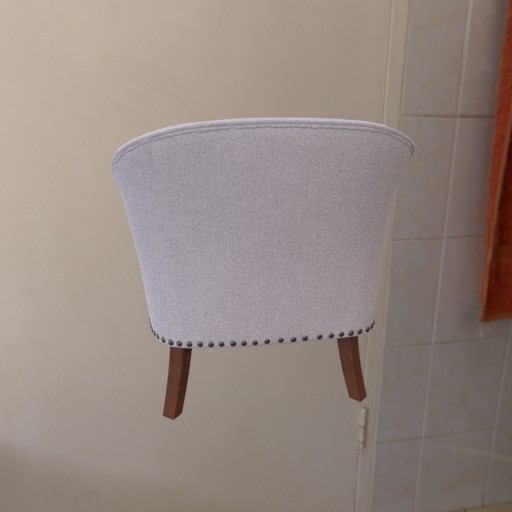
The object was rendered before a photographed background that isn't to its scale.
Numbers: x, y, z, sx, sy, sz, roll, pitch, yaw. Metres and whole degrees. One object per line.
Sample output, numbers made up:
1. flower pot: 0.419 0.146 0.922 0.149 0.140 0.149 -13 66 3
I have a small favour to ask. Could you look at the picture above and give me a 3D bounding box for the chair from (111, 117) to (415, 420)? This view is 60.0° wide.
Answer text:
1. chair: 0.000 0.000 1.404 0.798 0.815 0.704 -2 16 -8
